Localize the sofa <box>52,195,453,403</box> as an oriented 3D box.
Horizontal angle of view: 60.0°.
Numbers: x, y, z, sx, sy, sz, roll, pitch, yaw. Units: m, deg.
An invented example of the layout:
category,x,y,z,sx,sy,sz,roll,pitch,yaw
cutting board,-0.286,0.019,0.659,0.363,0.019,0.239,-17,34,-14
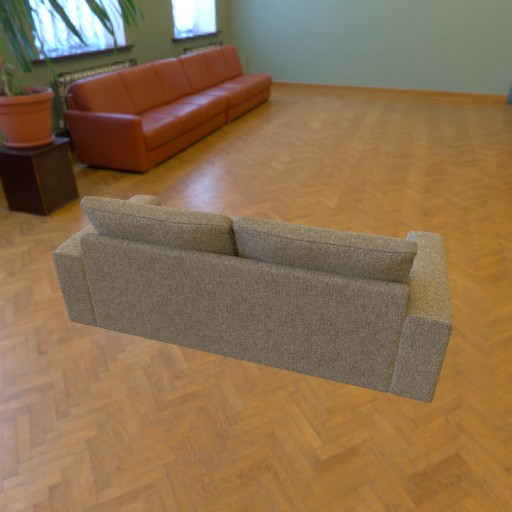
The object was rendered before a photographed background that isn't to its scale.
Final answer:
category,x,y,z,sx,sy,sz,roll,pitch,yaw
sofa,0.000,0.000,2.878,2.299,0.922,1.040,9,31,15
